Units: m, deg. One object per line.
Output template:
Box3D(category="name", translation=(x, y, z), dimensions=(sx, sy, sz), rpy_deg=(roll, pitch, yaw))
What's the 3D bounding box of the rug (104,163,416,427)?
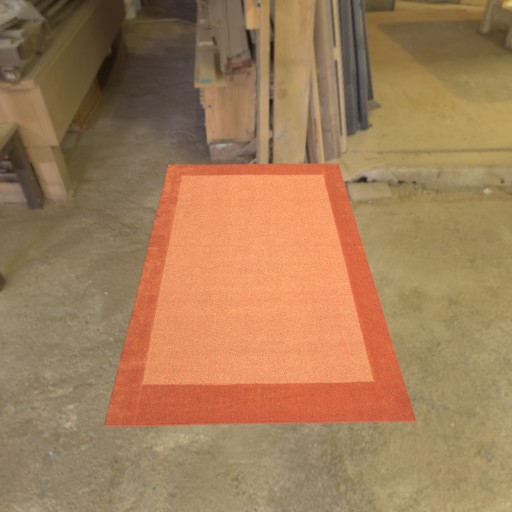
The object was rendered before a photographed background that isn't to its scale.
Box3D(category="rug", translation=(0.000, 0.000, 3.062), dimensions=(1.524, 0.014, 2.438), rpy_deg=(-1, 42, -1))
